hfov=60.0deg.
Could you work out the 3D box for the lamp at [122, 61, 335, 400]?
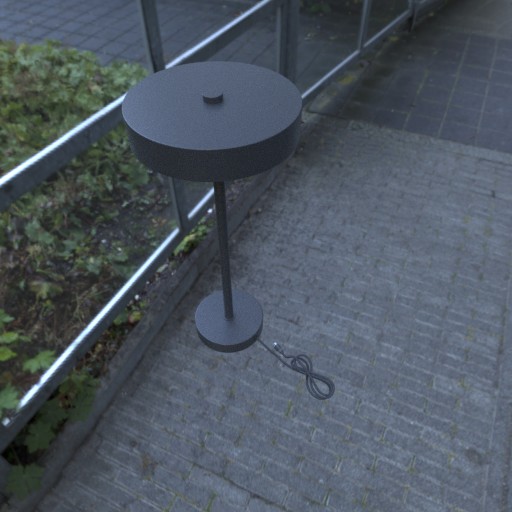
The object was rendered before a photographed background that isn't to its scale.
[{"bbox_3d":[0.000,0.000,0.714,0.369,0.508,0.229,30,54,25],"label":"lamp"}]
